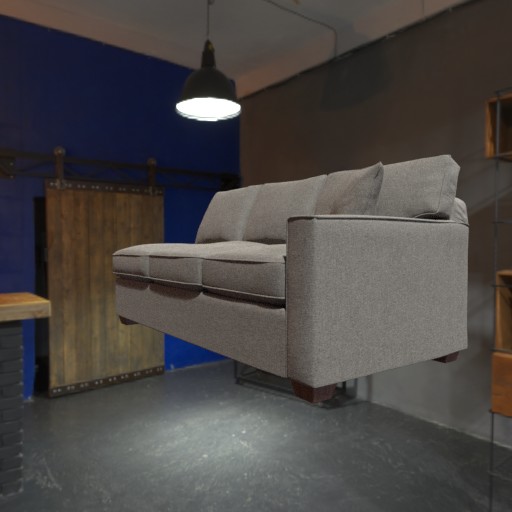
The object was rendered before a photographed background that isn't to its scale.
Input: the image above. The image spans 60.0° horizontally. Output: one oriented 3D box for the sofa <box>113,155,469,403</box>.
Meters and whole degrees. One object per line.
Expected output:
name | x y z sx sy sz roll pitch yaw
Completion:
sofa | 0.000 0.000 2.525 1.034 0.946 1.963 -1 2 -37
